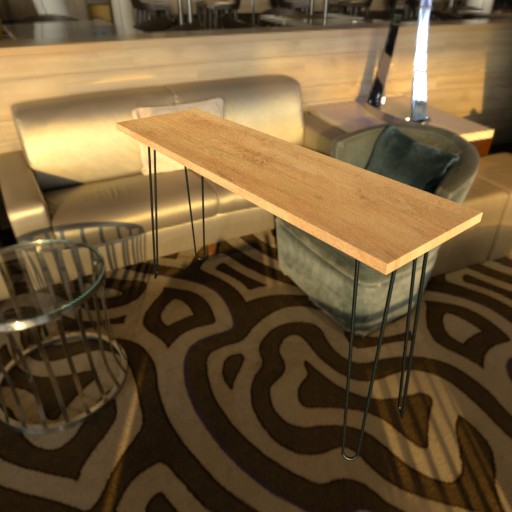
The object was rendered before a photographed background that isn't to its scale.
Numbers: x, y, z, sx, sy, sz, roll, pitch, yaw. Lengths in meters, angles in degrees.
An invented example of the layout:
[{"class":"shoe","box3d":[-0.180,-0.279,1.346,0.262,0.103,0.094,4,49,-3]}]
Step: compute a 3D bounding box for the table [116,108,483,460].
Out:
[{"class":"table","box3d":[0.000,0.000,1.725,0.399,0.799,1.400,-23,39,-32]}]
